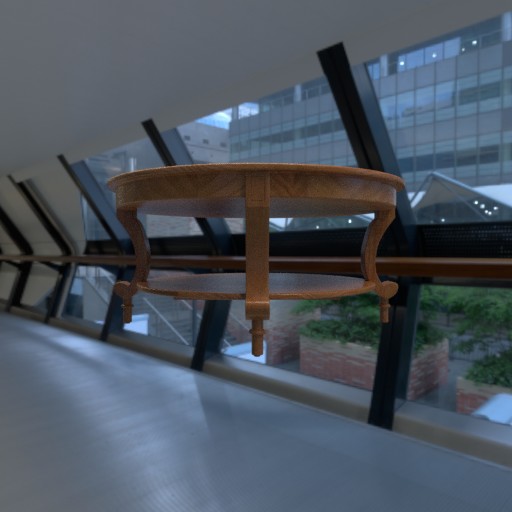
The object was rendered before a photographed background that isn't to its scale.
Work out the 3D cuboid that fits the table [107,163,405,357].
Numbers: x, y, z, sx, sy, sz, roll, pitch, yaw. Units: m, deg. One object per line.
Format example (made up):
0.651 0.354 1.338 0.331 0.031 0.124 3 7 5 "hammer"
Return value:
0.000 0.000 1.610 1.029 0.490 1.029 0 2 0 "table"
